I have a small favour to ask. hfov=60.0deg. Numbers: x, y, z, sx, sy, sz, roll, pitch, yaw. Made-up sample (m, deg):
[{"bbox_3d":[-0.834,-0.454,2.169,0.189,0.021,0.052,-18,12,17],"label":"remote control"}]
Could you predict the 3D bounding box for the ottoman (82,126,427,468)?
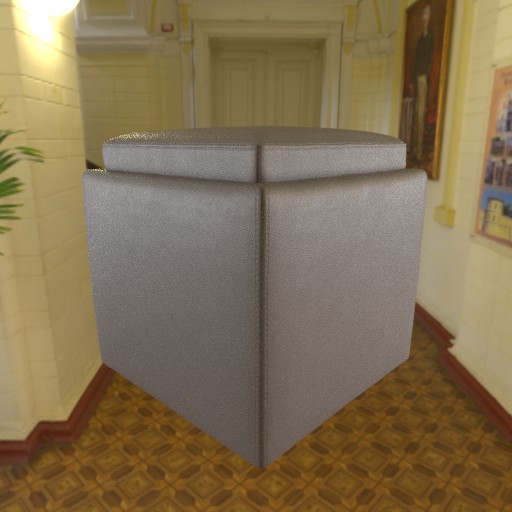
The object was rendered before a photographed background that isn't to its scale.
[{"bbox_3d":[0.000,0.000,0.823,0.450,0.460,0.451,14,20,42],"label":"ottoman"}]
